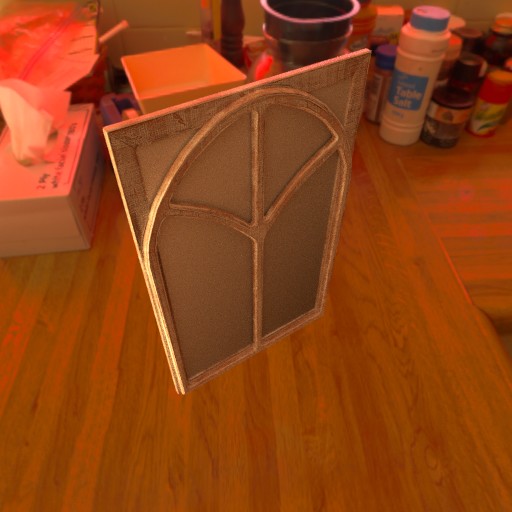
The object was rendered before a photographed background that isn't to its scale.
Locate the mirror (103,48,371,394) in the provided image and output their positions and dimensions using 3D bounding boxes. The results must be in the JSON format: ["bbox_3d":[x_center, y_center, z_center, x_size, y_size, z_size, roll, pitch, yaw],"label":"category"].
[{"bbox_3d":[0.000,0.000,0.988,0.495,0.787,0.058,-25,52,-22],"label":"mirror"}]
